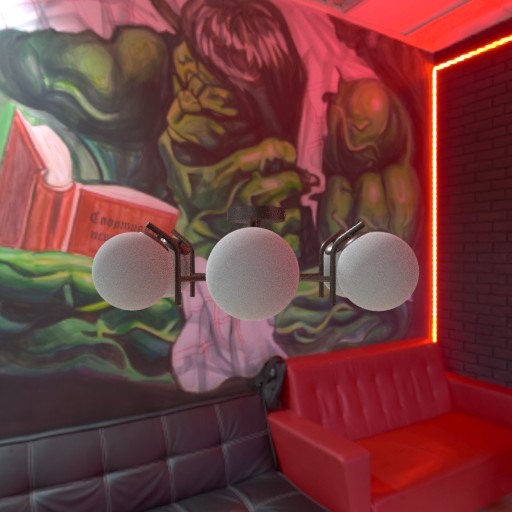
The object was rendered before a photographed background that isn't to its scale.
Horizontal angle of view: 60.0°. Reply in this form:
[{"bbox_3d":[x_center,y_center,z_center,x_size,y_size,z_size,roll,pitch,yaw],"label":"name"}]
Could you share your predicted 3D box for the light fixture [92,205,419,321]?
[{"bbox_3d":[0.000,0.000,0.946,0.662,0.201,0.662,0,0,0],"label":"light fixture"}]
